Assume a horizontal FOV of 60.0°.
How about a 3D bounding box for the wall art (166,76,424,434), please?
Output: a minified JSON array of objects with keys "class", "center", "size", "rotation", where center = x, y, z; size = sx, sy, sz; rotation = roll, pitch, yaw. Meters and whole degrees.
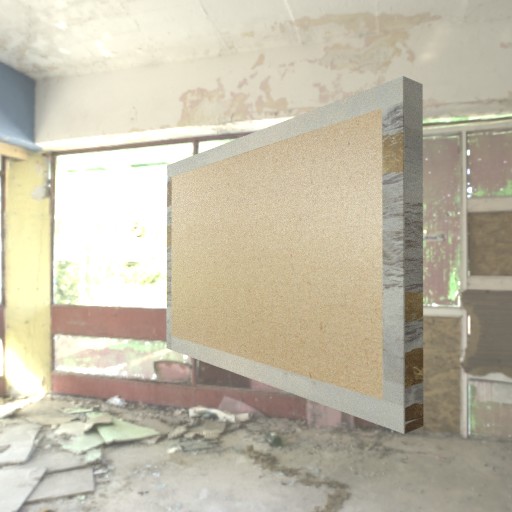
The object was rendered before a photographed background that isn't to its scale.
[{"class":"wall art","center":[0.000,0.000,0.756],"size":[0.041,0.407,0.606],"rotation":[0,0,-37]}]
